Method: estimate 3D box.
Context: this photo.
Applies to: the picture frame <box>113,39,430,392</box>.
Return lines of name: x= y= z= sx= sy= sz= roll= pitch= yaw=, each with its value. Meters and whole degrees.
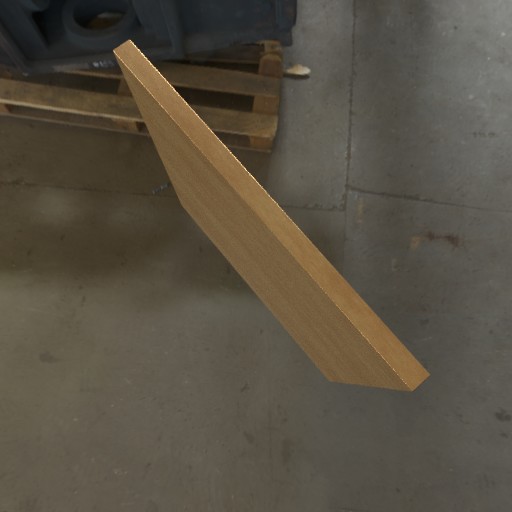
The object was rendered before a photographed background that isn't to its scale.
picture frame: x=0.000 y=0.000 z=1.088 sx=0.037 sy=0.761 sz=0.758 roll=-39 pitch=79 yaw=-9
